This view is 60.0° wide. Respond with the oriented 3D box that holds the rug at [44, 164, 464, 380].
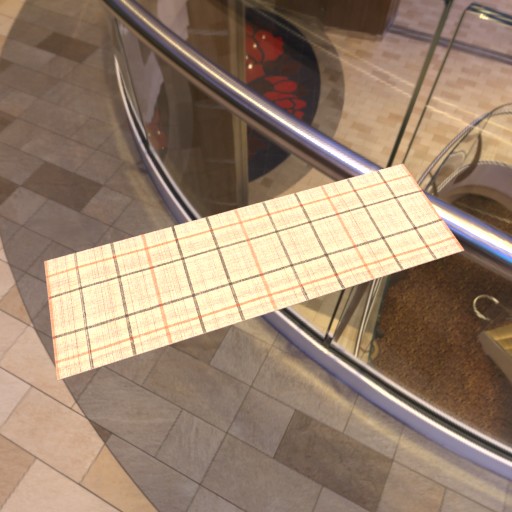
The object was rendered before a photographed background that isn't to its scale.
[{"bbox_3d":[0.000,0.000,2.696,2.439,0.008,0.762,-16,59,-10],"label":"rug"}]
